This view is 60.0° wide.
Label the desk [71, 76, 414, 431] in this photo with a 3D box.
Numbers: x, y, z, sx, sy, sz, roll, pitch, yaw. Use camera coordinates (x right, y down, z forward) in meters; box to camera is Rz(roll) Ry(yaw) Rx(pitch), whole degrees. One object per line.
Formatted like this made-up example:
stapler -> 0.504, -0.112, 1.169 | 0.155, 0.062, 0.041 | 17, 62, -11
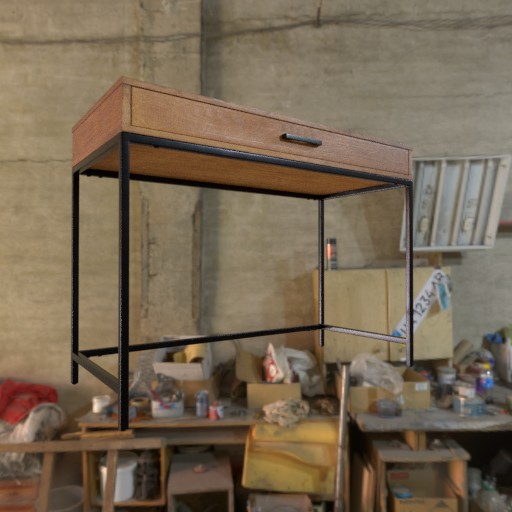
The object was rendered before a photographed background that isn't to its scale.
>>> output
desk -> 0.000, 0.000, 1.420 | 1.016, 0.762, 0.470 | 0, -1, -35
